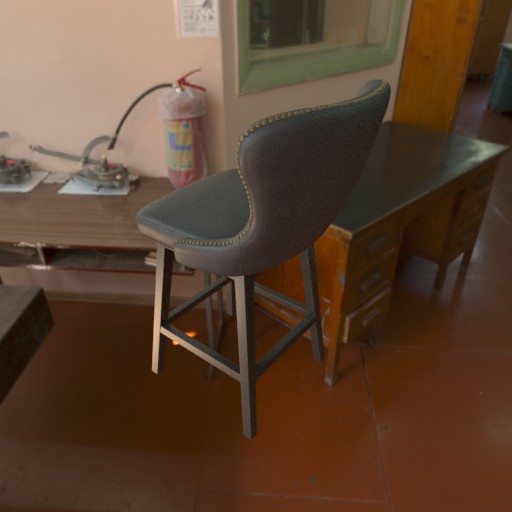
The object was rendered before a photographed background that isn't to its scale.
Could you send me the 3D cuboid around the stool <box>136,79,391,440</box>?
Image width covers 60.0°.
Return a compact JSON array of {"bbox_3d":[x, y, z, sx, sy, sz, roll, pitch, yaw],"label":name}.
[{"bbox_3d":[0.000,0.000,1.281,0.593,0.971,0.528,23,39,32],"label":"stool"}]
